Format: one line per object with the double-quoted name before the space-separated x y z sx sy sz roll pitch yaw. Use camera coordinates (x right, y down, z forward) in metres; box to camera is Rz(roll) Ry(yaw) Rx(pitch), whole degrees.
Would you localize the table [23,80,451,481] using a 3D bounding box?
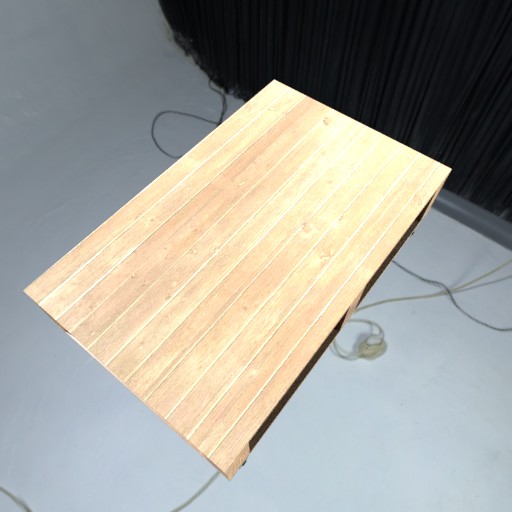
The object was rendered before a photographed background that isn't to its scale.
"table" 0.000 0.000 1.692 0.827 0.413 1.299 34 64 19
